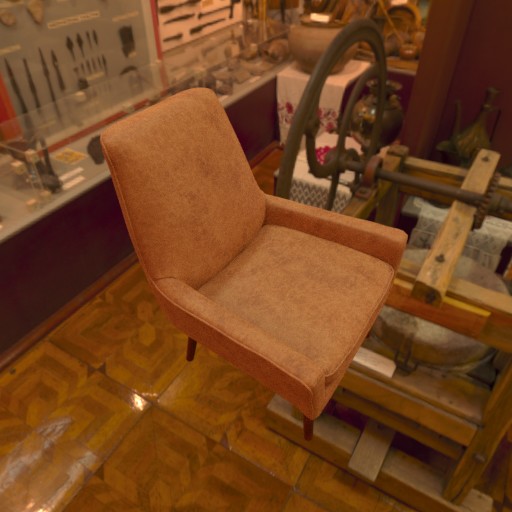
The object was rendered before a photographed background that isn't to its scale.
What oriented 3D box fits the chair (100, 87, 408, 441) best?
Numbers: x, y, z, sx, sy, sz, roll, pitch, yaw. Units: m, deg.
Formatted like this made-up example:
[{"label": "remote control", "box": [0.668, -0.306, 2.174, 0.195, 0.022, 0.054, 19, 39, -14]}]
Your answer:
[{"label": "chair", "box": [0.000, 0.000, 1.515, 0.851, 0.883, 0.753, 23, 46, 24]}]
